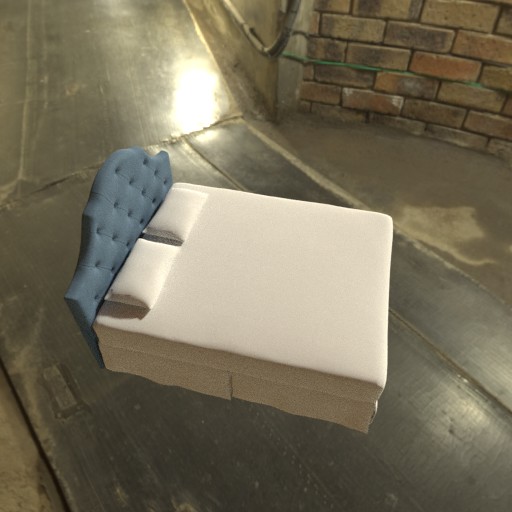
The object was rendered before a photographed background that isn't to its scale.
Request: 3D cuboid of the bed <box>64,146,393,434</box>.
[{"bbox_3d":[0.000,0.000,3.922,2.477,1.617,2.039,10,48,9],"label":"bed"}]
